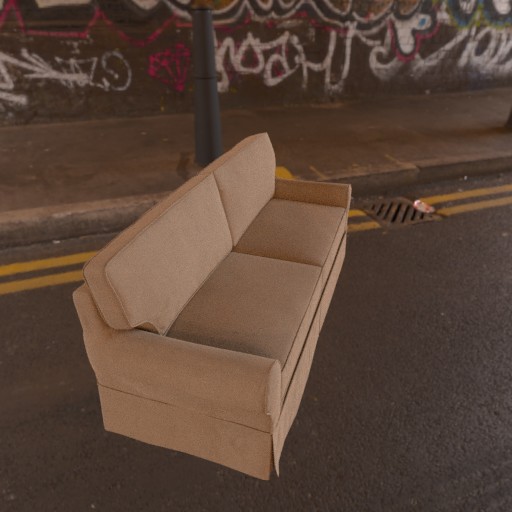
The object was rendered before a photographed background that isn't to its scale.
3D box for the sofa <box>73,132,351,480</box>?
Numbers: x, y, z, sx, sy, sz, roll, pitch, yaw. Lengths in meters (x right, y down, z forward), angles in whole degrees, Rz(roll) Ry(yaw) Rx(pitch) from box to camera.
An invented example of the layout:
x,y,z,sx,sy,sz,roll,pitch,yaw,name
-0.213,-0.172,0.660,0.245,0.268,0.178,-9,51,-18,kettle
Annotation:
x,y,z,sx,sy,sz,roll,pitch,yaw,name
0.000,0.000,2.701,0.900,1.014,2.246,10,31,16,sofa
